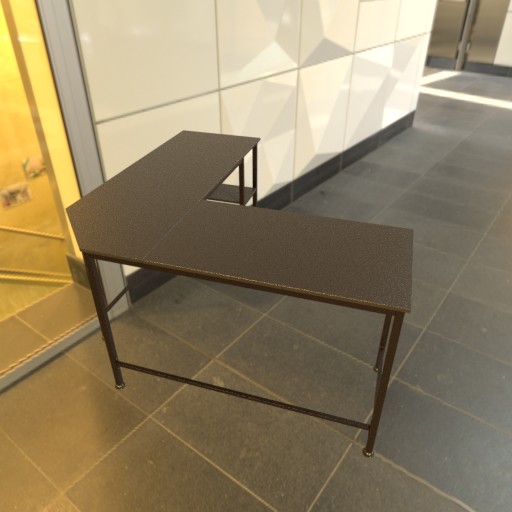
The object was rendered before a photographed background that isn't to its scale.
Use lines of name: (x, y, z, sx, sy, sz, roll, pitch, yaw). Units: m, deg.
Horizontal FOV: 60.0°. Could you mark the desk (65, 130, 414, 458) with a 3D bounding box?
desk: (0.000, 0.000, 2.213, 1.379, 0.739, 1.379, 10, 34, 15)
